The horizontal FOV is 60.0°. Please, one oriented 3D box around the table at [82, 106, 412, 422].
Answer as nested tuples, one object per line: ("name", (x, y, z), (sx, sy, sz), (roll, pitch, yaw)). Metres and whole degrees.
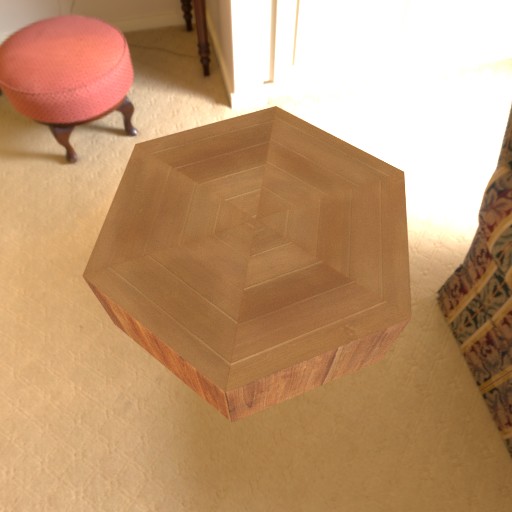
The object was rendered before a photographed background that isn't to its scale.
("table", (0.000, 0.000, 1.673), (1.154, 0.456, 1.000), (33, 64, 19))
